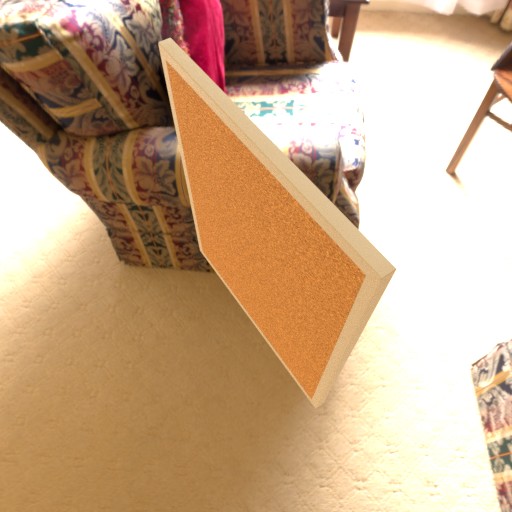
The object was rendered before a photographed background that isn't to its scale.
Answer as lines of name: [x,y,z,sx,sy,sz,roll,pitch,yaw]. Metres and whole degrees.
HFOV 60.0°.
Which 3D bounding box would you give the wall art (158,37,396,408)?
wall art: [0.000,0.000,0.740,0.020,0.536,0.444,-30,63,-17]
